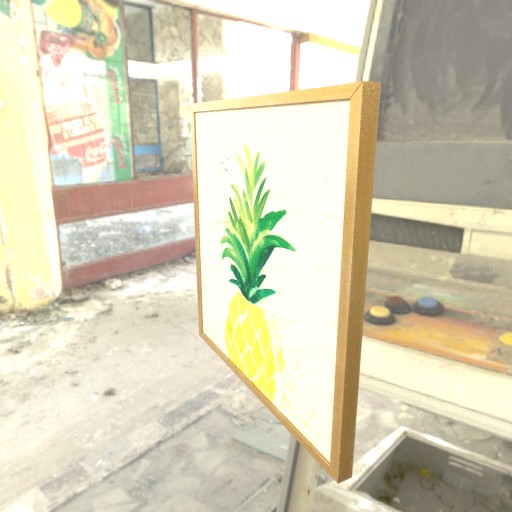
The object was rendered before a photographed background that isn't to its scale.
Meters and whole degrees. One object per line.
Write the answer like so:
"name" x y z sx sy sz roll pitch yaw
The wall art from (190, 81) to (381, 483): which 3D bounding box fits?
"wall art" 0.000 0.000 1.120 0.037 0.760 0.762 -9 18 -27
